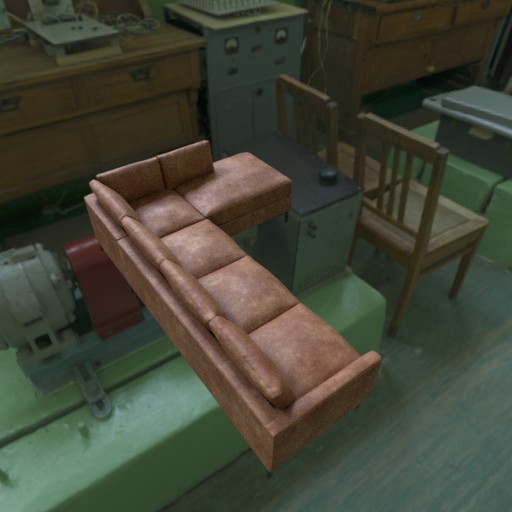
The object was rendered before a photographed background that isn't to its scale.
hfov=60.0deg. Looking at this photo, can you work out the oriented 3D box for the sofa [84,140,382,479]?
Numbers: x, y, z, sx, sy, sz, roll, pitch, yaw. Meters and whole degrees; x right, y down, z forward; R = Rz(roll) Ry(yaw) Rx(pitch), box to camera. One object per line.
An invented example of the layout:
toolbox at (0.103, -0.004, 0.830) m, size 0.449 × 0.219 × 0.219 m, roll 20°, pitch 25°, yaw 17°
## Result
sofa at (0.000, 0.000, 3.891) m, size 1.938 × 0.877 × 2.984 m, roll -26°, pitch 47°, yaw -27°
